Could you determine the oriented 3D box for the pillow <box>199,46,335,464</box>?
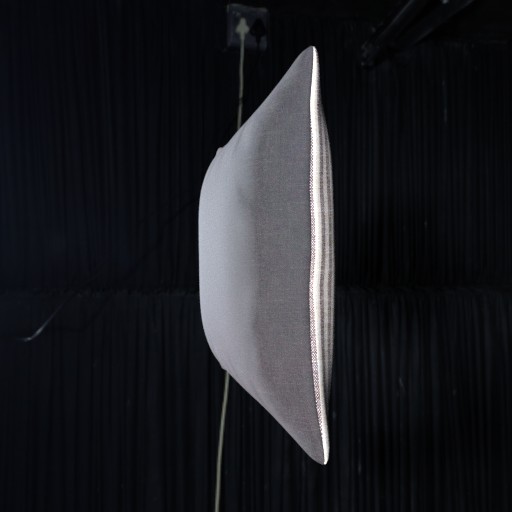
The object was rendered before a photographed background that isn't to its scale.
[{"bbox_3d":[0.000,0.000,0.776,0.166,0.506,0.523,0,-1,-17],"label":"pillow"}]
